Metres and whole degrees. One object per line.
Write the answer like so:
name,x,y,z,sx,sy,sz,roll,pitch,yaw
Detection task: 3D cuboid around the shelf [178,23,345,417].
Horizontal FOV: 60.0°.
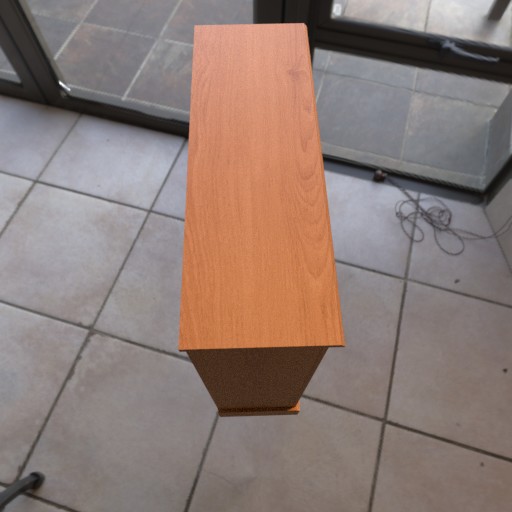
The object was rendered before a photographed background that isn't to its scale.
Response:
shelf,0.000,0.000,1.388,0.291,0.980,0.840,-1,63,-1
